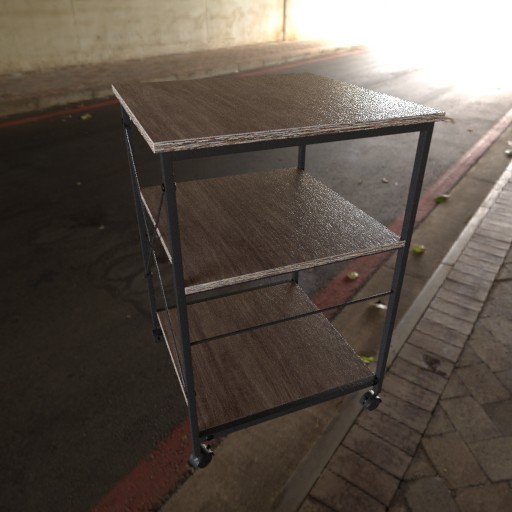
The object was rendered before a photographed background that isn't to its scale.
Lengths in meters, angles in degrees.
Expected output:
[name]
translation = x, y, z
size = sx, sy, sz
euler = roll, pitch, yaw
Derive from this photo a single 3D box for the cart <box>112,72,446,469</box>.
[cart]
translation = 0.000, 0.000, 1.105
size = 0.520, 0.762, 0.521
euler = -11, 32, -19
